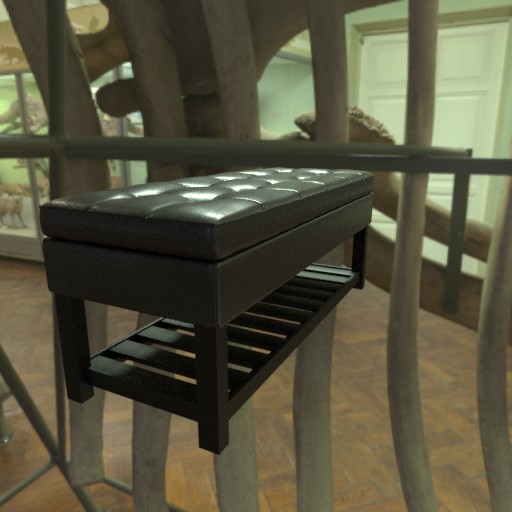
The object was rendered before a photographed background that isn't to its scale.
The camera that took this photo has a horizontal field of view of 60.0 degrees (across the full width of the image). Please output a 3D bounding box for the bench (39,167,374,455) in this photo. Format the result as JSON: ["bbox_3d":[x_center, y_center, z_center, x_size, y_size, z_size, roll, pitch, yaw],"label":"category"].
[{"bbox_3d":[0.000,0.000,1.312,0.432,0.460,1.105,8,17,26],"label":"bench"}]
